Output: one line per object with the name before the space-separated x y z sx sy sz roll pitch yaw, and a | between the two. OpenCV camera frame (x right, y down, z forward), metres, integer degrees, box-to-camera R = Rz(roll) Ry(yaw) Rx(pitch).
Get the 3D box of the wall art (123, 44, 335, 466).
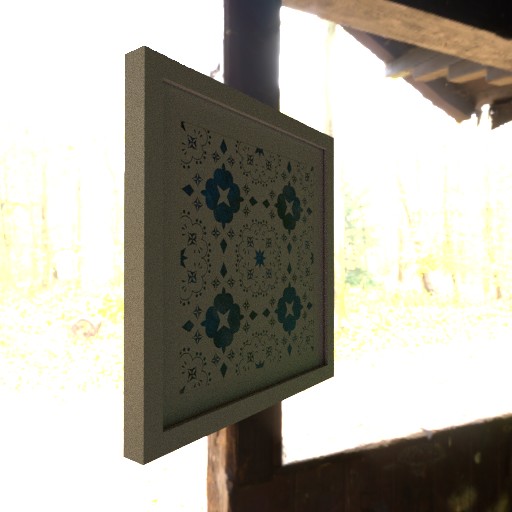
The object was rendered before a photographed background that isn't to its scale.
wall art | 0.000 0.000 0.524 0.027 0.355 0.355 0 -1 36
